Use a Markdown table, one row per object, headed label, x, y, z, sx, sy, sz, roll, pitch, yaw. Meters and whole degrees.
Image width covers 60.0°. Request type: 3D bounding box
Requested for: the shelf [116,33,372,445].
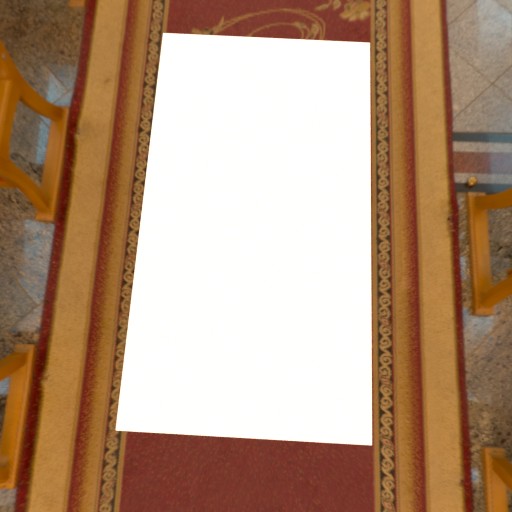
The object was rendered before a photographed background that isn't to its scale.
| label | x | y | z | sx | sy | sz | roll | pitch | yaw |
| --- | --- | --- | --- | --- | --- | --- | --- | --- | --- |
| shelf | 0.000 | 0.000 | 1.326 | 0.498 | 0.750 | 0.902 | 3 | 77 | 1 |
